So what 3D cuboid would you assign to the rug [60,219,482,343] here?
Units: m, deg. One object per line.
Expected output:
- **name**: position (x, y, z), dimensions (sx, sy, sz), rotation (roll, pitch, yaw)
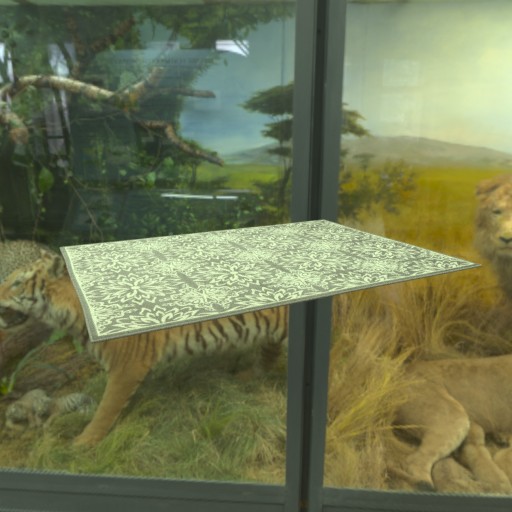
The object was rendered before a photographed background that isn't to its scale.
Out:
- **rug**: position (0.000, 0.000, 2.843), dimensions (2.213, 0.014, 1.608), rotation (-8, 17, -26)
